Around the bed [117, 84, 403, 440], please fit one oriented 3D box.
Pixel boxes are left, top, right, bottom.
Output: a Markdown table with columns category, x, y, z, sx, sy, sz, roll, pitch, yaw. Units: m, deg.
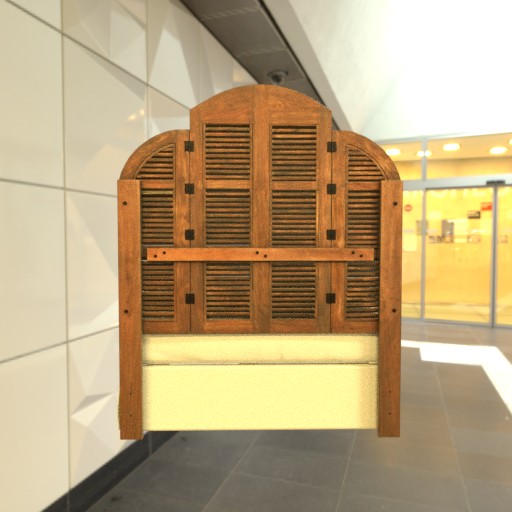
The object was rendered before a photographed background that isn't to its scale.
| category | x | y | z | sx | sy | sz | roll | pitch | yaw |
| --- | --- | --- | --- | --- | --- | --- | --- | --- | --- |
| bed | 0.000 | 0.000 | 3.565 | 1.713 | 2.019 | 2.138 | 0 | 2 | -1 |
